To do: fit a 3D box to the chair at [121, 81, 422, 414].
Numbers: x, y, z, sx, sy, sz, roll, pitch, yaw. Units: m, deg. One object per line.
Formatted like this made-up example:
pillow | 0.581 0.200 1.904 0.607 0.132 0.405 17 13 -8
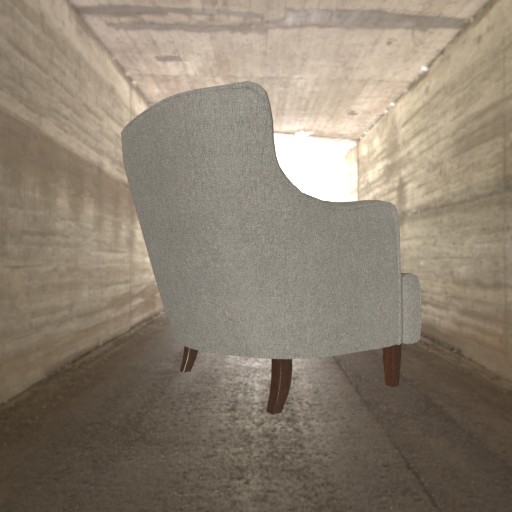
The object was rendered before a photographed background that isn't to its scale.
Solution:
chair | 0.000 0.000 1.602 0.910 0.920 0.820 0 -1 -35
